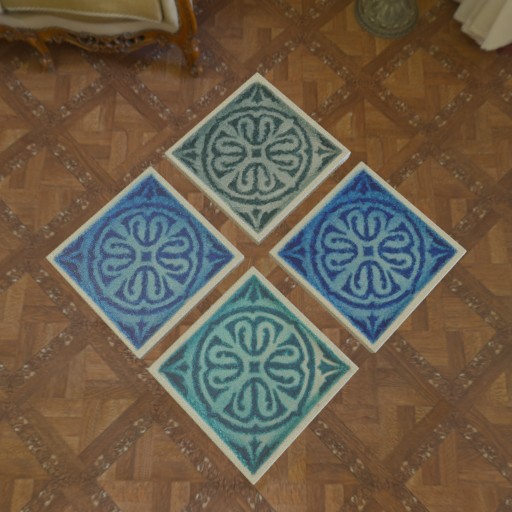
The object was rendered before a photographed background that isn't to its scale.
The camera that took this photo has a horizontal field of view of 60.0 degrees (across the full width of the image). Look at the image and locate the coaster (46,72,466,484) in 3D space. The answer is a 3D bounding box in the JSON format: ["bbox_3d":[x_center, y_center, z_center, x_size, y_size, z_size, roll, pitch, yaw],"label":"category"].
[{"bbox_3d":[0.000,0.000,0.326,0.214,0.010,0.219,44,80,10],"label":"coaster"}]
